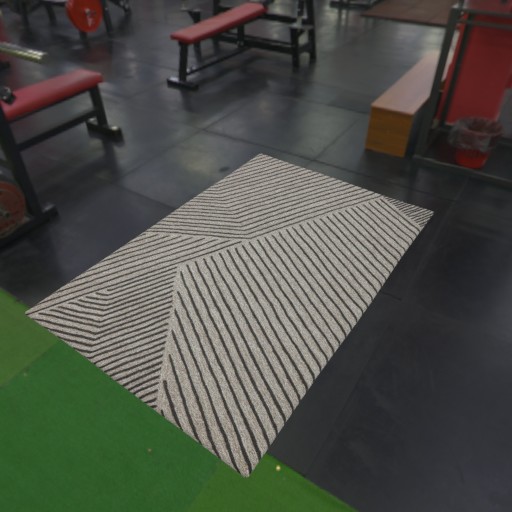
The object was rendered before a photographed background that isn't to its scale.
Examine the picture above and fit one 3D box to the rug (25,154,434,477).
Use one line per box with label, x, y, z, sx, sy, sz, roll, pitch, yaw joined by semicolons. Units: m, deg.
rug;0.000;0.000;2.275;1.237;0.019;1.842;25;46;26
